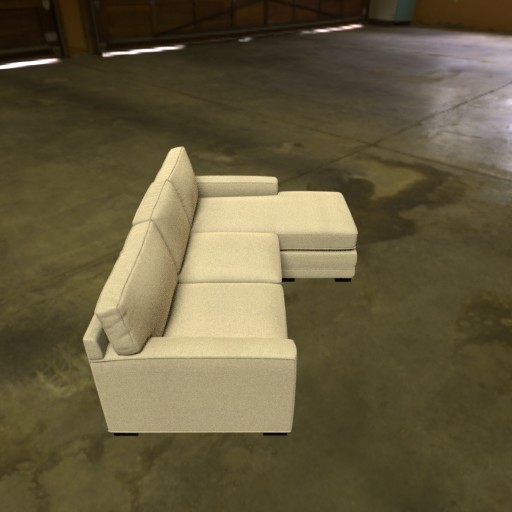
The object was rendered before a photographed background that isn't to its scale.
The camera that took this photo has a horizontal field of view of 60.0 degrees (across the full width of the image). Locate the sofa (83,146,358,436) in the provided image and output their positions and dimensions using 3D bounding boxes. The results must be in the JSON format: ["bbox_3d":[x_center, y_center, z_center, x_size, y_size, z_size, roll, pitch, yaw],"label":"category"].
[{"bbox_3d":[0.000,0.000,2.896,1.496,0.861,2.087,0,33,0],"label":"sofa"}]
